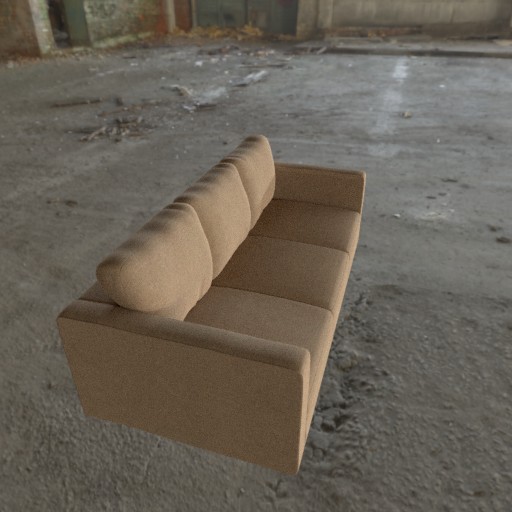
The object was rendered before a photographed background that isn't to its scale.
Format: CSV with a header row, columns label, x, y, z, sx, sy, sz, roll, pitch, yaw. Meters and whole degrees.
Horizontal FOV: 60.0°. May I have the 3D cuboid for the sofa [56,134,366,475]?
label,x,y,z,sx,sy,sz,roll,pitch,yaw
sofa,0.000,0.000,2.314,0.930,0.800,1.855,9,32,15
